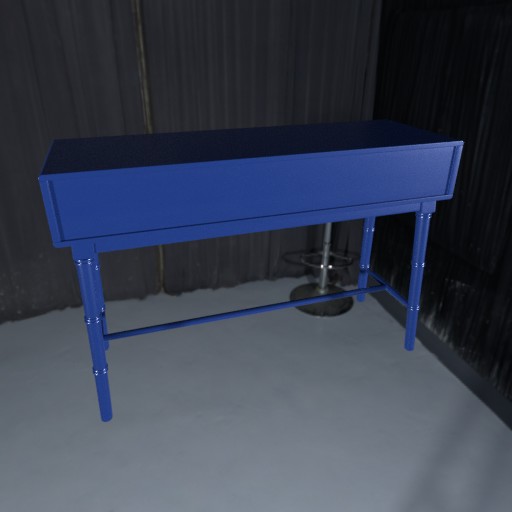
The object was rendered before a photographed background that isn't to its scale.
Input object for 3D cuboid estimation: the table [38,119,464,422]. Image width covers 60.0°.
[{"bbox_3d":[0.000,0.000,1.443,1.118,0.749,0.399,-8,28,-16],"label":"table"}]
